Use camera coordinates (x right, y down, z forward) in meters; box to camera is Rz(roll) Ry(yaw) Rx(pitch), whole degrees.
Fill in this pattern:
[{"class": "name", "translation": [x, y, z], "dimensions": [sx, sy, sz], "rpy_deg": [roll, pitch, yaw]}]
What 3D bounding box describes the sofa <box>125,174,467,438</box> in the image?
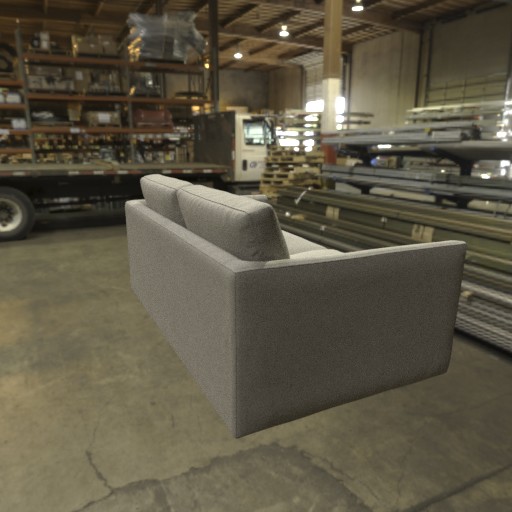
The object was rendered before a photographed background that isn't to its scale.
[{"class": "sofa", "translation": [0.000, 0.000, 2.518], "dimensions": [1.091, 0.839, 1.905], "rpy_deg": [-7, 16, -25]}]
